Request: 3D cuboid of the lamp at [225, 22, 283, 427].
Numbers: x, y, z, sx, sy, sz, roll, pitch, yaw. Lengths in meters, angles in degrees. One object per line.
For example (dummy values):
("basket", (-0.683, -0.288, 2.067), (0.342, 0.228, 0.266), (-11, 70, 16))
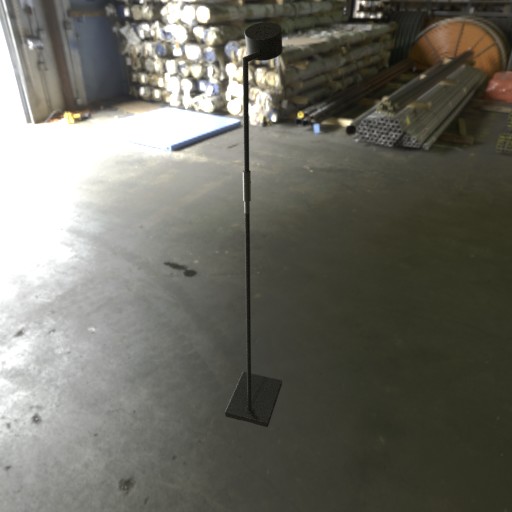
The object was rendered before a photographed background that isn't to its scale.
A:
("lamp", (0.000, 0.000, 1.728), (0.203, 1.600, 0.304), (9, 32, 14))
